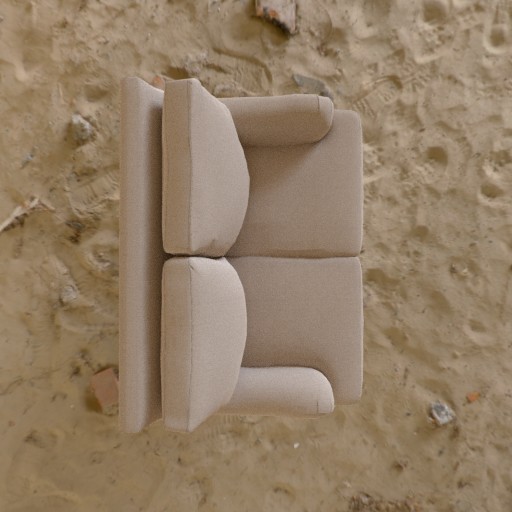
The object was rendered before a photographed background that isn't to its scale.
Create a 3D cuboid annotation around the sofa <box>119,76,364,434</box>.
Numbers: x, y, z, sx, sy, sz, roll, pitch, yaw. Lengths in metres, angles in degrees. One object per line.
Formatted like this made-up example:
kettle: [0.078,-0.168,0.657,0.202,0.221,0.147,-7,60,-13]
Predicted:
sofa: [0.000,0.000,2.213,1.087,1.048,1.508,0,89,0]
